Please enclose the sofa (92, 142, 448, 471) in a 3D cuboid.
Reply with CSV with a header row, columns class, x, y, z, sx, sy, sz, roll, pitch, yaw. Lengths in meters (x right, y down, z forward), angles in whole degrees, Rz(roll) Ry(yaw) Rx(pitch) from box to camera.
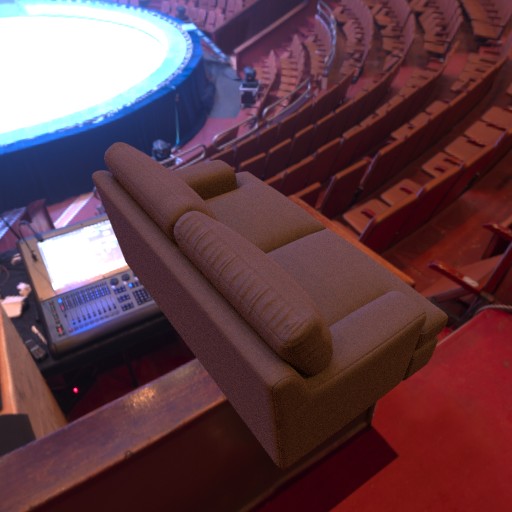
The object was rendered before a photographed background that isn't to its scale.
class,x,y,z,sx,sy,sz,roll,pitch,yaw
sofa,0.000,0.000,2.508,1.140,0.950,1.869,-25,46,-26
